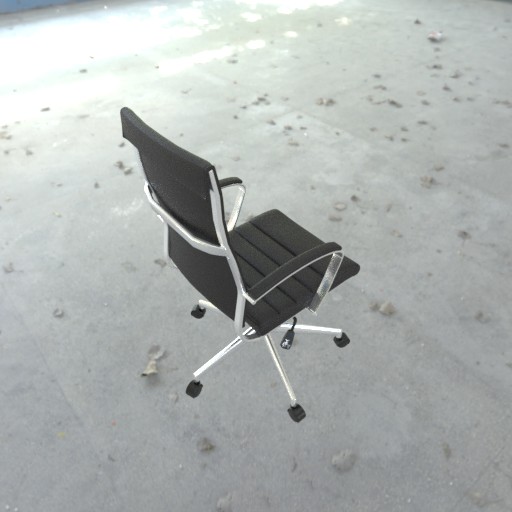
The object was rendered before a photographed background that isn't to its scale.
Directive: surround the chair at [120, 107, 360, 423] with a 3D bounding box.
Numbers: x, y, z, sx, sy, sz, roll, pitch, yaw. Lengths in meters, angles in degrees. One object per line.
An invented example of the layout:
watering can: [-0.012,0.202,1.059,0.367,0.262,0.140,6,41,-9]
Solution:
chair: [0.000,0.000,1.644,0.739,1.149,0.766,-28,48,-28]
